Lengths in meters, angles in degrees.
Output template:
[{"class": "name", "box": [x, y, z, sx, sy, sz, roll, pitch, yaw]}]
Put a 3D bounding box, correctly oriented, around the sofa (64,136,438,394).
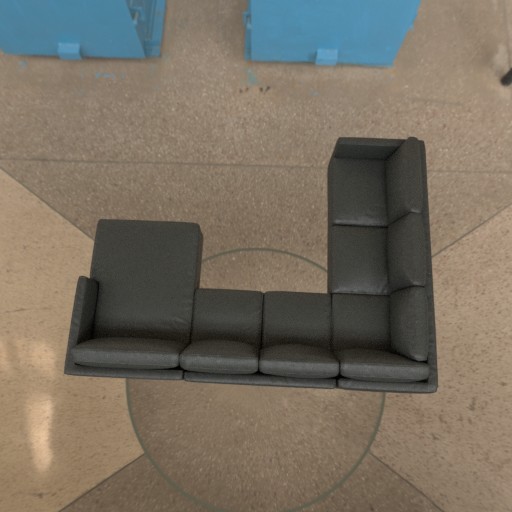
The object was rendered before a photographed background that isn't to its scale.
[{"class": "sofa", "box": [0.000, 0.000, 4.617, 3.460, 0.923, 2.593, 3, 75, 1]}]
